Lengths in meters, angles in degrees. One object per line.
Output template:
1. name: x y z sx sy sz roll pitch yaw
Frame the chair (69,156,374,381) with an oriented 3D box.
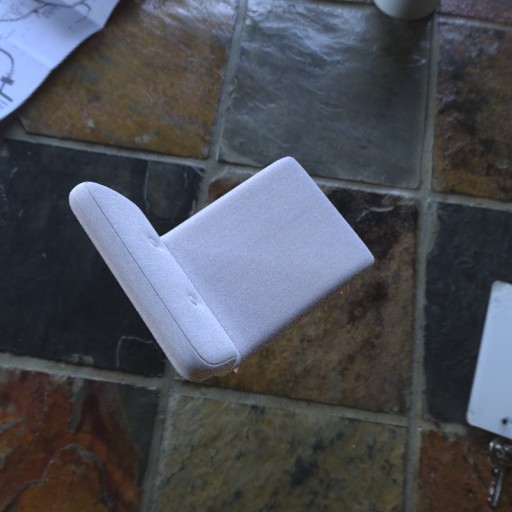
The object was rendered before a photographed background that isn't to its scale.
1. chair: 0.000 0.000 1.183 0.550 0.885 0.435 -35 78 -8
